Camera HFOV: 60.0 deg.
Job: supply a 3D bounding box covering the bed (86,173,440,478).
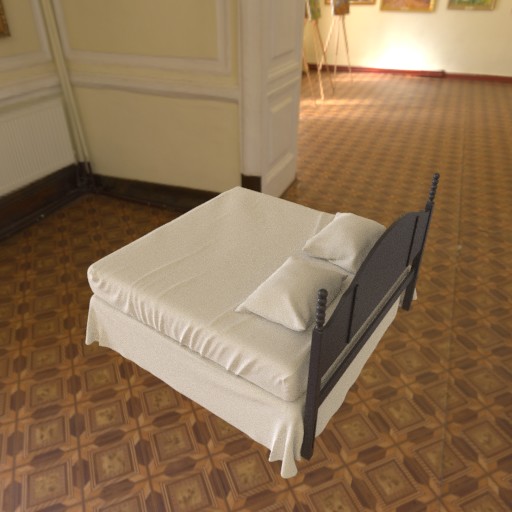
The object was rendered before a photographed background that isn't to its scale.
[{"bbox_3d":[0.000,0.000,3.701,2.219,1.355,2.322,21,38,29],"label":"bed"}]
